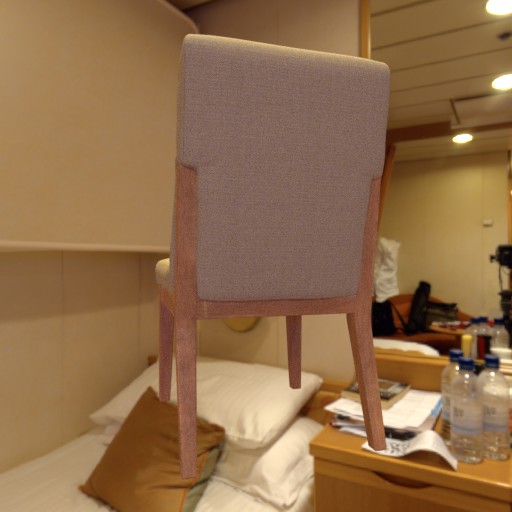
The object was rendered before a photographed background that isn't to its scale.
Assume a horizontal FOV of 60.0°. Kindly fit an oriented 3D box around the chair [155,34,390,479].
[{"bbox_3d":[0.000,0.000,1.222,0.507,0.911,0.586,0,0,-17],"label":"chair"}]
